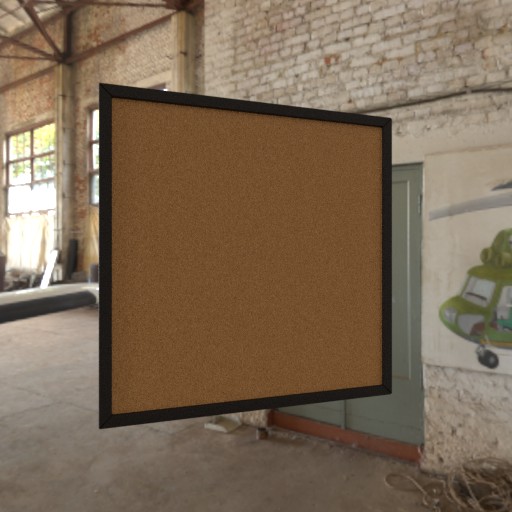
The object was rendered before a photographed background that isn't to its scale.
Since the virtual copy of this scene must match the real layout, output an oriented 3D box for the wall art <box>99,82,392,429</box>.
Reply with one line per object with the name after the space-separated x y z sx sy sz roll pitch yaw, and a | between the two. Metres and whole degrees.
0.000 0.000 0.456 0.305 0.305 0.037 0 0 -19 | wall art
